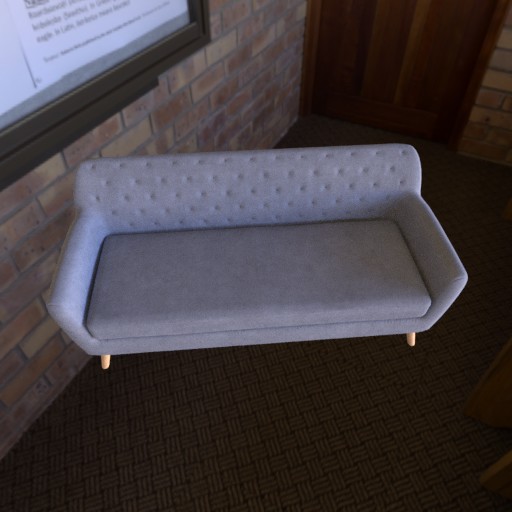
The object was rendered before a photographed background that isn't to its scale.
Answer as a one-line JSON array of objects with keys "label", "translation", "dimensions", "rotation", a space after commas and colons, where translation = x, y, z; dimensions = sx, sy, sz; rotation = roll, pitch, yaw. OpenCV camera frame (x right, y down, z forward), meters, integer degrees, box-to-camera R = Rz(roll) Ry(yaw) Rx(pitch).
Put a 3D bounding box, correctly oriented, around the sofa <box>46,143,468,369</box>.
[{"label": "sofa", "translation": [0.000, 0.000, 2.413], "dimensions": [1.970, 0.830, 0.830], "rotation": [-4, 46, -3]}]
